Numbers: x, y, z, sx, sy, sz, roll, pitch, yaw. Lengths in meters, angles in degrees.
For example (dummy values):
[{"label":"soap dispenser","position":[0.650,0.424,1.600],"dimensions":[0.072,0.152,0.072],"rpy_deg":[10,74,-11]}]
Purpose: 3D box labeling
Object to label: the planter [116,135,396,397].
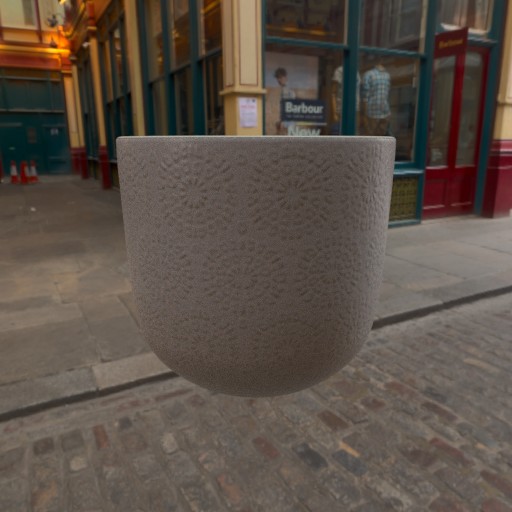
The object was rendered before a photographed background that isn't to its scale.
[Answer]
[{"label":"planter","position":[0.000,0.000,0.367],"dimensions":[0.208,0.190,0.208],"rpy_deg":[0,15,0]}]
